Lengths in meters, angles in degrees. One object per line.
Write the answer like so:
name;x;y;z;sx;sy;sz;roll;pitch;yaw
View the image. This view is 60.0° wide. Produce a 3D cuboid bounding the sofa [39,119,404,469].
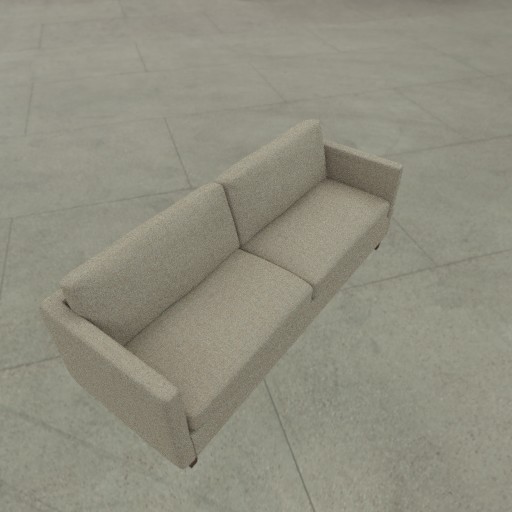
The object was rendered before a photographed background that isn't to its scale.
sofa;0.000;0.000;2.897;0.951;0.965;2.434;27;48;27
